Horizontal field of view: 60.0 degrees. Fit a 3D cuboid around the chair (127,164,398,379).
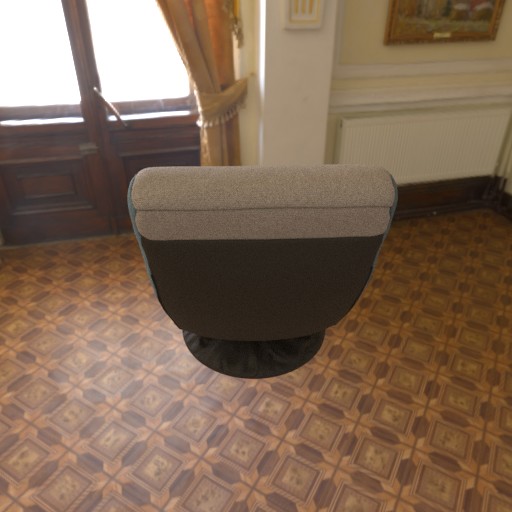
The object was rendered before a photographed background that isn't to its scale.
[{"bbox_3d":[0.000,0.000,1.048,0.420,0.641,0.661,-1,32,-2],"label":"chair"}]
